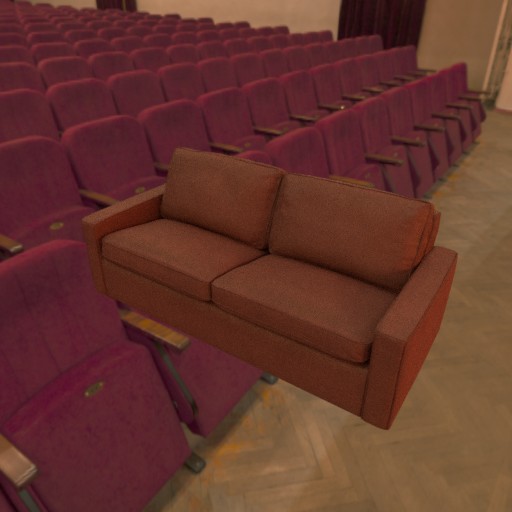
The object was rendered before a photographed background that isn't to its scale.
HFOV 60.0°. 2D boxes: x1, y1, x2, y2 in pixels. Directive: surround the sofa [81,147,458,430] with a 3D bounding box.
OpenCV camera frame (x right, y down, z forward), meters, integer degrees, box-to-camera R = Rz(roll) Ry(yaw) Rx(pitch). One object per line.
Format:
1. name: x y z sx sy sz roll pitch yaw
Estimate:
1. sofa: 0.000 0.000 2.634 2.080 0.919 0.940 19 35 29
